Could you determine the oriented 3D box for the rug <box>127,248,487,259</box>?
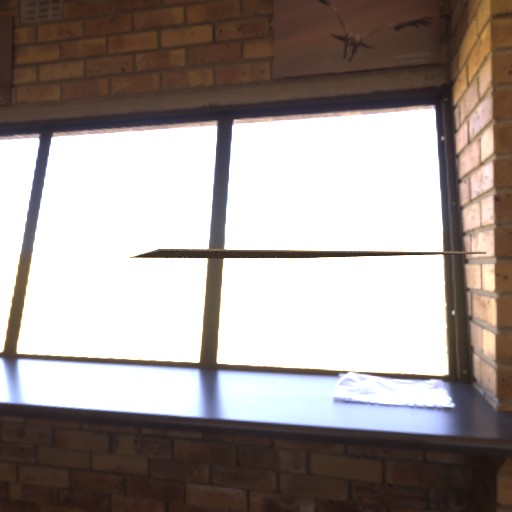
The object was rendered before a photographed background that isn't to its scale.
[{"bbox_3d":[0.000,0.000,2.341,1.220,0.007,1.828,0,-1,-19],"label":"rug"}]
